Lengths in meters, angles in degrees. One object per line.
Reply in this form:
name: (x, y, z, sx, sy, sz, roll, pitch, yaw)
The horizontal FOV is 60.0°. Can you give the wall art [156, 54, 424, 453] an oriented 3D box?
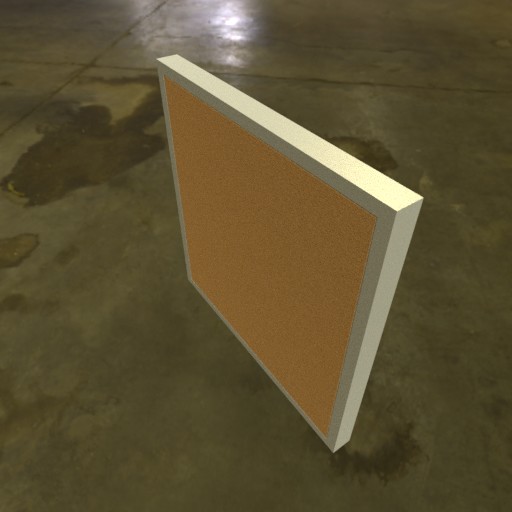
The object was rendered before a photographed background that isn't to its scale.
wall art: (0.000, 0.000, 0.741, 0.038, 0.506, 0.506, -25, 48, -25)
